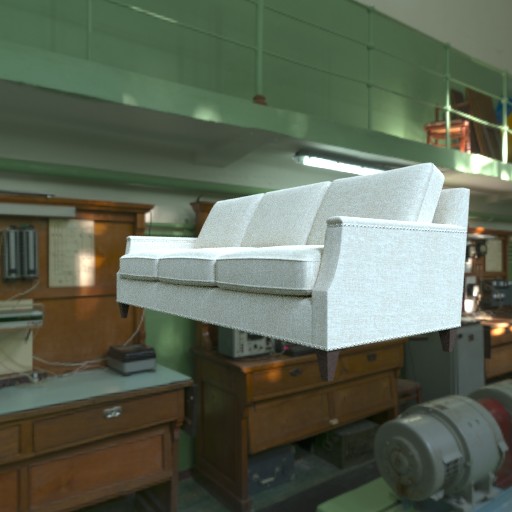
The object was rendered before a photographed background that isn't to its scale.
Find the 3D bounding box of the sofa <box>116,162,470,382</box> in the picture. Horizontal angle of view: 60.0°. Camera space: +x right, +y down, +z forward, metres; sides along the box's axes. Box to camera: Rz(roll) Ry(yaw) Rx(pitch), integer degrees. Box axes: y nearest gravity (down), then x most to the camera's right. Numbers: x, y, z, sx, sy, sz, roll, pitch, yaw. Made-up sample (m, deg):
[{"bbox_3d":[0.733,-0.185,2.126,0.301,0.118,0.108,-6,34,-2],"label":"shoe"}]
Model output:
[{"bbox_3d":[0.000,0.000,2.798,1.041,0.940,2.210,0,0,-37],"label":"sofa"}]
